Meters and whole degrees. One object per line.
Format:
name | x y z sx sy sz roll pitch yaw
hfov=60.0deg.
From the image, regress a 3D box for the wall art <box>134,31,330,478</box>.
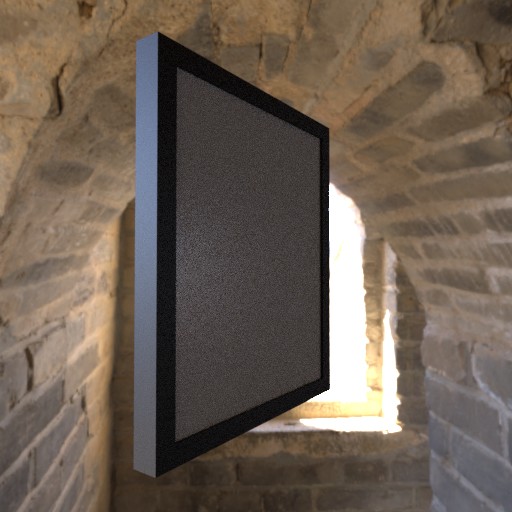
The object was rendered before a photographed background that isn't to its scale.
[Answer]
wall art | 0.000 0.000 0.520 0.029 0.381 0.330 -1 -2 36
